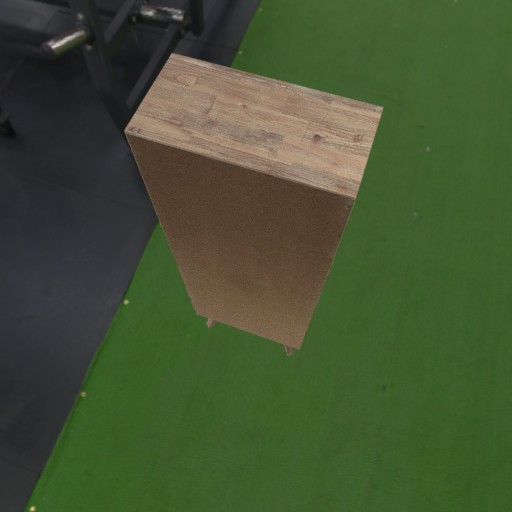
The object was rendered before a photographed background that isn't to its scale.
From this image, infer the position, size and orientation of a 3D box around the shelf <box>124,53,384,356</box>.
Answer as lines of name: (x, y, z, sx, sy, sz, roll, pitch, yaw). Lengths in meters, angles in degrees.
shelf: (0.000, 0.000, 1.534, 0.491, 1.342, 0.267, 18, 66, 8)
